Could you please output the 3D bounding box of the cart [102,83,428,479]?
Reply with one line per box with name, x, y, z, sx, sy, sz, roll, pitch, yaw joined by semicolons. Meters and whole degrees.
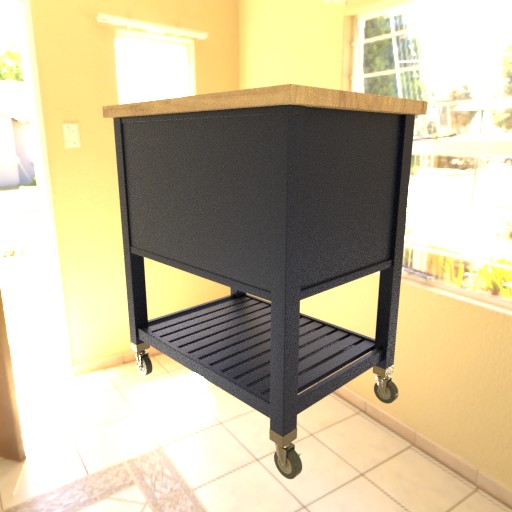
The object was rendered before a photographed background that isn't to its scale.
cart;0.000;0.000;1.414;0.567;0.920;0.797;-14;20;-42
